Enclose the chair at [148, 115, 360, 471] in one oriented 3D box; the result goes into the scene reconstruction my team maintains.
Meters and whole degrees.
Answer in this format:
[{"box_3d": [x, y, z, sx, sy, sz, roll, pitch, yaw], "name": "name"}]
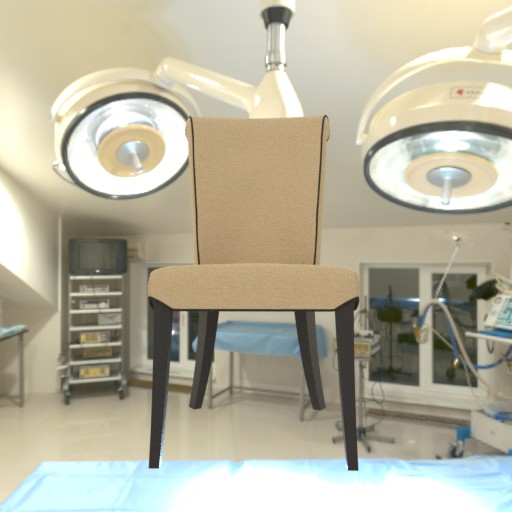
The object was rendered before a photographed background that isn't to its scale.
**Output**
[{"box_3d": [0.000, 0.000, 1.336, 0.522, 0.997, 0.623, 0, -1, 1], "name": "chair"}]
